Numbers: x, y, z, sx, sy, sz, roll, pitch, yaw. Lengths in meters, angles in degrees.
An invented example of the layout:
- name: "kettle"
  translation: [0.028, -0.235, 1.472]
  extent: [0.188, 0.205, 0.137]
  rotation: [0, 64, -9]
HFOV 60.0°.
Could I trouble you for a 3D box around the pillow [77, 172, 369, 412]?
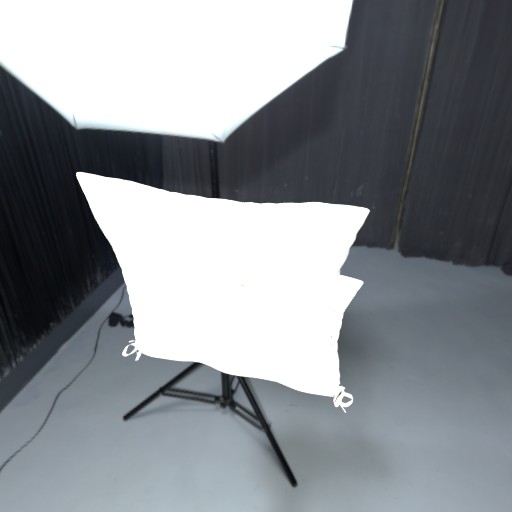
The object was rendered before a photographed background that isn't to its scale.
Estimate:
- name: "pillow"
  translation: [0.000, 0.000, 1.048]
  extent: [0.541, 0.536, 0.585]
  rotation: [9, 32, 15]
